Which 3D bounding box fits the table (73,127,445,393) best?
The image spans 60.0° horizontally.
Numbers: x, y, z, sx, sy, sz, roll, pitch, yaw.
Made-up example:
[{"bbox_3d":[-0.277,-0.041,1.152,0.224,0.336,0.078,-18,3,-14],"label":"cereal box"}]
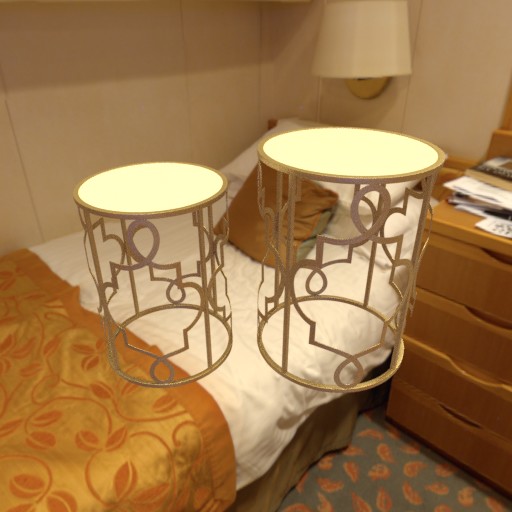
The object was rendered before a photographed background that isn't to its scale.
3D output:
[{"bbox_3d":[0.000,0.000,1.155,0.846,0.564,0.420,-1,29,-2],"label":"table"}]
